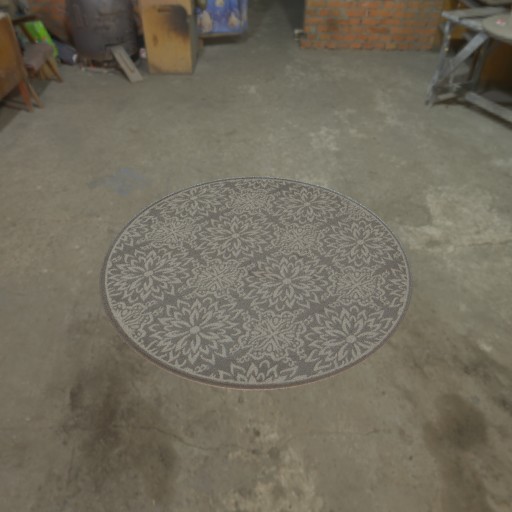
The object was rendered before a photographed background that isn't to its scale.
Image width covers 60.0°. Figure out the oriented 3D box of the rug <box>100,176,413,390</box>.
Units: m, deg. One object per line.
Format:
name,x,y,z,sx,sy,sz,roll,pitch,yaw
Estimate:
rug,0.000,0.000,2.333,1.593,0.012,1.593,0,41,0
